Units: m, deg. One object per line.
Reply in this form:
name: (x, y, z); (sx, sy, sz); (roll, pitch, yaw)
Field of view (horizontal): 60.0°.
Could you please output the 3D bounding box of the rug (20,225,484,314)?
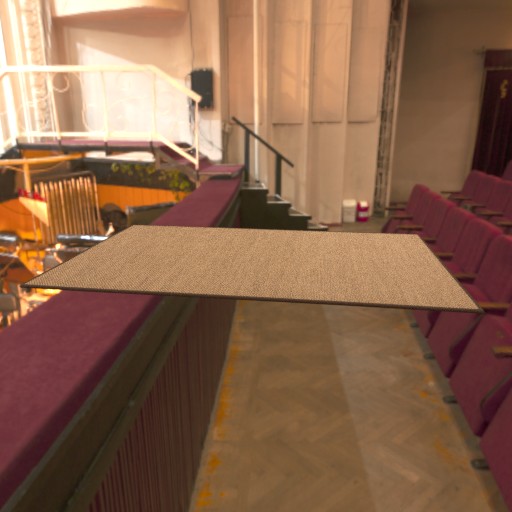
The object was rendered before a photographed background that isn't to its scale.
rug: (0.000, 0.000, 2.074); (1.676, 0.013, 1.067); (2, 17, 8)
